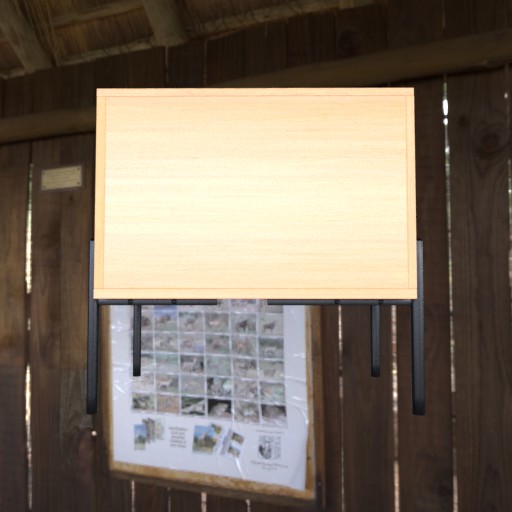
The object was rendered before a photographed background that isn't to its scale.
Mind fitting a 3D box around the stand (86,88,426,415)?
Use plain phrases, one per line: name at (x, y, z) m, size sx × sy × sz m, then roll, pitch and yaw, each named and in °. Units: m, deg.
stand at (0.000, 0.000, 1.001) m, size 0.630 × 0.600 × 0.400 m, roll 0°, pitch -2°, yaw 0°
